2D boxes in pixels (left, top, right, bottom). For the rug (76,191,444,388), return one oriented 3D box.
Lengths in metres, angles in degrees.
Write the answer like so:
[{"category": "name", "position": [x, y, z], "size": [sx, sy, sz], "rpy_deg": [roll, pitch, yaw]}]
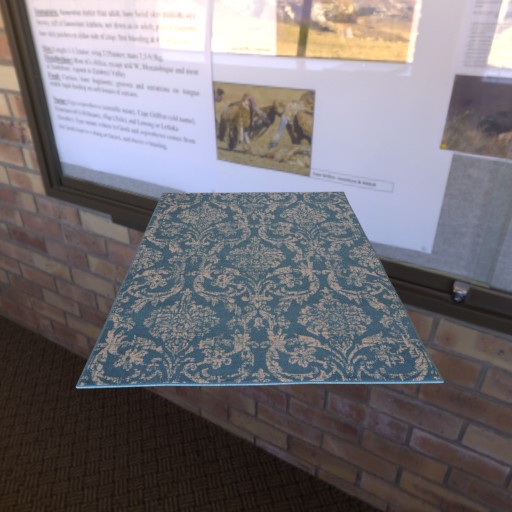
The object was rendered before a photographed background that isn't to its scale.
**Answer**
[{"category": "rug", "position": [0.000, 0.000, 2.825], "size": [1.554, 0.012, 2.205], "rpy_deg": [-1, 29, -1]}]
